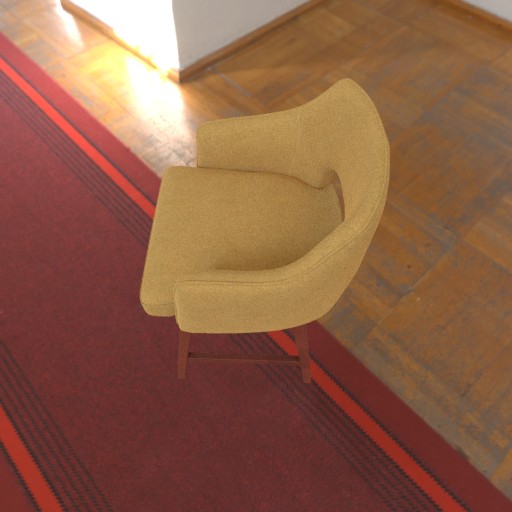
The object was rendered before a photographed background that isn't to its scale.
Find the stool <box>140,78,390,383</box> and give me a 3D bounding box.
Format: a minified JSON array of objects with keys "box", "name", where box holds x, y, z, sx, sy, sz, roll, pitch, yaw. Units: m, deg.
[{"box":[0.000,0.000,1.290,0.558,0.924,0.548,2,58,1],"name":"stool"}]
